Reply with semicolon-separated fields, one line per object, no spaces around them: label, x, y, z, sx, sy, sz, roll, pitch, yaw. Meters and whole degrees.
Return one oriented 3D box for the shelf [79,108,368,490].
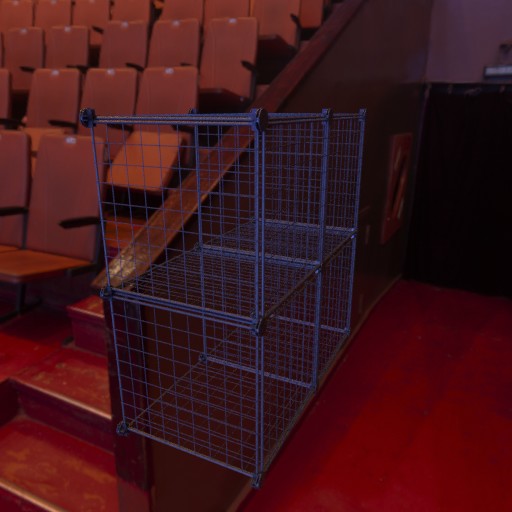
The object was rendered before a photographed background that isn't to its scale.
shelf;0.000;0.000;1.126;0.356;0.711;0.711;9;20;25
